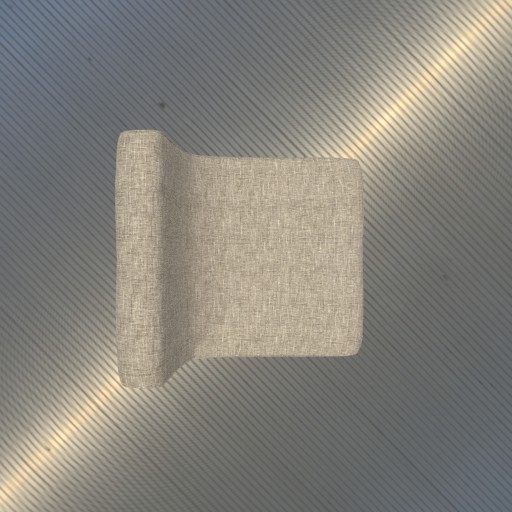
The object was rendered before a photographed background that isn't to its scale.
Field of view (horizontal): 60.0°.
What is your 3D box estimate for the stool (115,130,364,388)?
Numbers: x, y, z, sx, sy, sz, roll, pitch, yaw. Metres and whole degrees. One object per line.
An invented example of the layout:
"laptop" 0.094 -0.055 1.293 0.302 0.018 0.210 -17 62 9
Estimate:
"stool" 0.000 0.000 1.111 0.459 0.835 0.417 0 91 0
